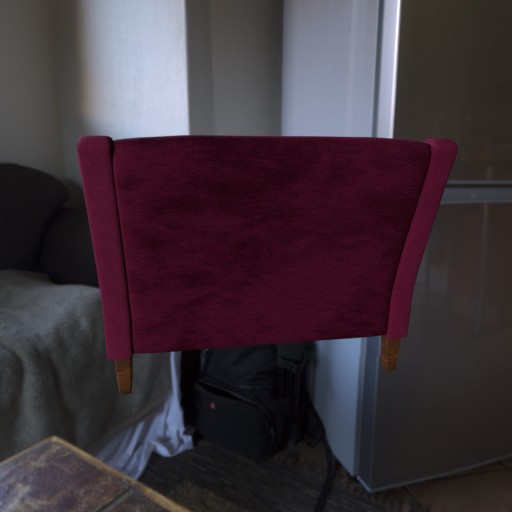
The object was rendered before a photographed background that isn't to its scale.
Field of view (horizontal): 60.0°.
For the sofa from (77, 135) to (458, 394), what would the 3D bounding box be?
[{"bbox_3d":[0.000,0.000,1.938,1.242,0.976,0.946,-2,13,-10],"label":"sofa"}]
